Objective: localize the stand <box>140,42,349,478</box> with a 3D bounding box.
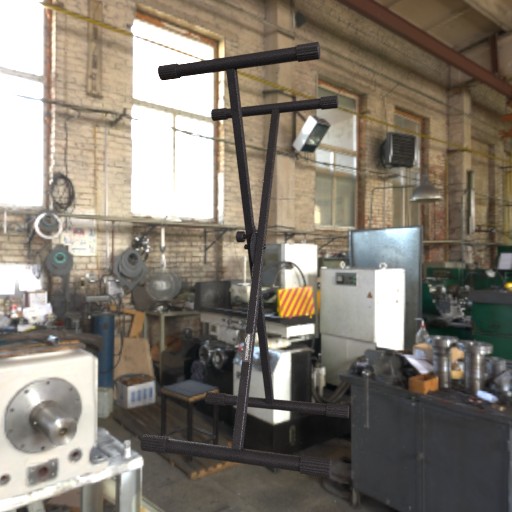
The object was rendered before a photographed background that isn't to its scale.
[{"bbox_3d":[0.000,0.000,1.187,0.449,0.940,0.409,0,-1,18],"label":"stand"}]
